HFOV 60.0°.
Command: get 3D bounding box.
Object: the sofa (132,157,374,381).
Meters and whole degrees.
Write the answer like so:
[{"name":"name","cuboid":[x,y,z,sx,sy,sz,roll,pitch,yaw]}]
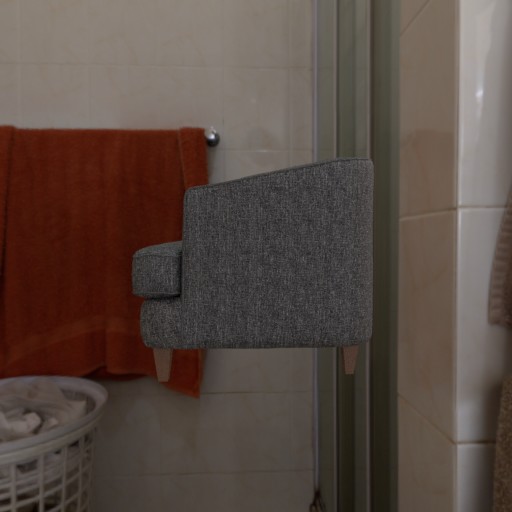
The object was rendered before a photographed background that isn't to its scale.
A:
[{"name":"sofa","cuboid":[0.000,0.000,2.685,0.941,0.855,2.278,0,2,-1]}]
